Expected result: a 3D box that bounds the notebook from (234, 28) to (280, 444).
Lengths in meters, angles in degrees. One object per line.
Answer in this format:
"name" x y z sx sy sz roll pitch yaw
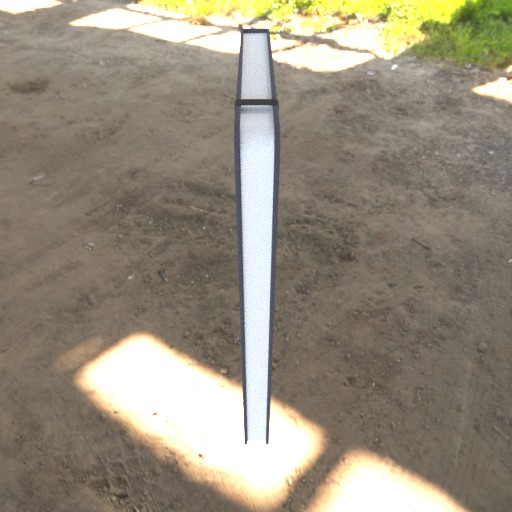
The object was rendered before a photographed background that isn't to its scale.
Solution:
"notebook" 0.000 0.000 0.258 0.016 0.213 0.127 0 41 0
